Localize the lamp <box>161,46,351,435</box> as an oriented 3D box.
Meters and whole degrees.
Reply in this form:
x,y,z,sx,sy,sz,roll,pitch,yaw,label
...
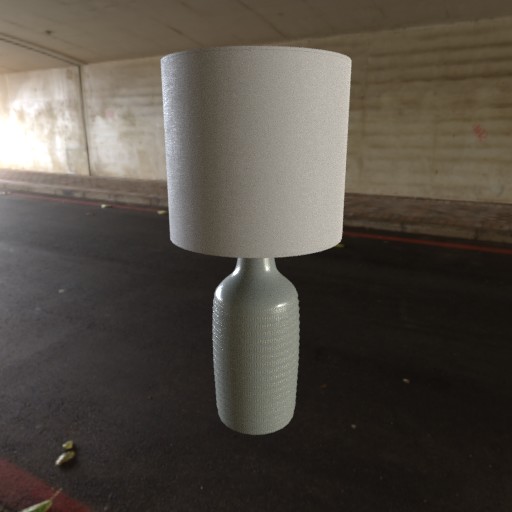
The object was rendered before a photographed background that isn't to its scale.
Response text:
x,y,z,sx,sy,sz,roll,pitch,yaw,label
0.000,0.000,0.588,0.220,0.475,0.220,-8,18,-27,lamp
